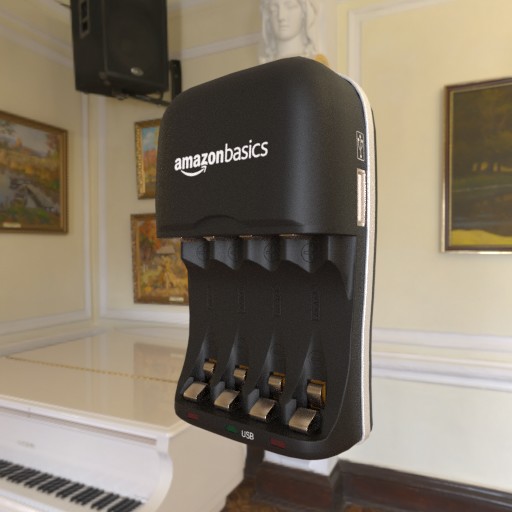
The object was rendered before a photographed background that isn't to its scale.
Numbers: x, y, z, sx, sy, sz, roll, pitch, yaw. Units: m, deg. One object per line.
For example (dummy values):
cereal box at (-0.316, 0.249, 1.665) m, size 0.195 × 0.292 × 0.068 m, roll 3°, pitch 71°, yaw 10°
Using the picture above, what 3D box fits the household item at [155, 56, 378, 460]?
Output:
household item at (0.000, 0.000, 0.142) m, size 0.070 × 0.114 × 0.038 m, roll 0°, pitch 1°, yaw 37°
